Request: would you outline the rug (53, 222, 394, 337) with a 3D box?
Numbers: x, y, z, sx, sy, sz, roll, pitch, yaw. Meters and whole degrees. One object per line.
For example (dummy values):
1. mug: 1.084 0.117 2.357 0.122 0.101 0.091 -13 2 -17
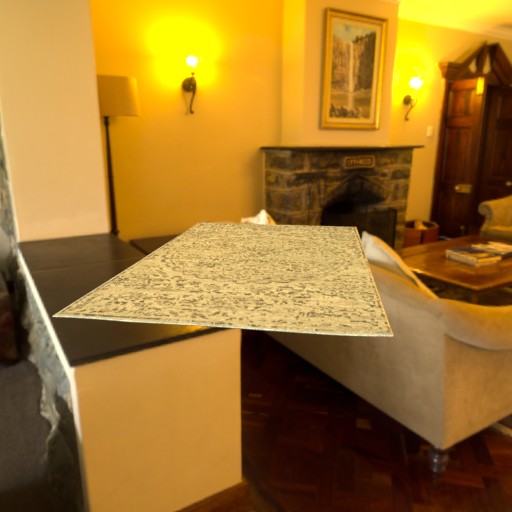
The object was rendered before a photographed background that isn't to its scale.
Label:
1. rug: 0.000 0.000 3.105 1.527 0.021 2.447 2 15 9
